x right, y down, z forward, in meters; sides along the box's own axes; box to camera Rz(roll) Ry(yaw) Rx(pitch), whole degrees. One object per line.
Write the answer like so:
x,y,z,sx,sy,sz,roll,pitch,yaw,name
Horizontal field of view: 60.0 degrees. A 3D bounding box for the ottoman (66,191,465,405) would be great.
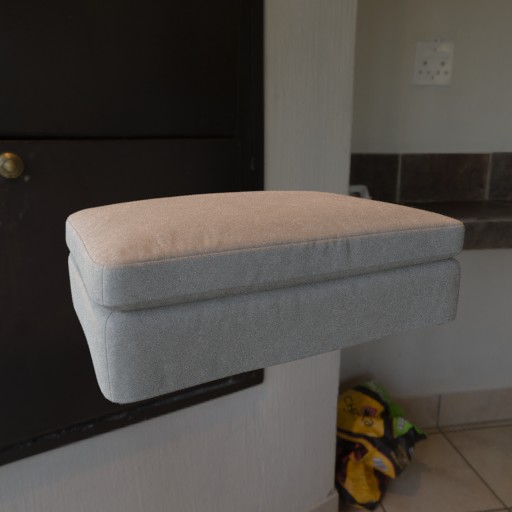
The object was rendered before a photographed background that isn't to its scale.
0.000,0.000,1.582,1.199,0.429,0.840,-7,16,-26,ottoman
